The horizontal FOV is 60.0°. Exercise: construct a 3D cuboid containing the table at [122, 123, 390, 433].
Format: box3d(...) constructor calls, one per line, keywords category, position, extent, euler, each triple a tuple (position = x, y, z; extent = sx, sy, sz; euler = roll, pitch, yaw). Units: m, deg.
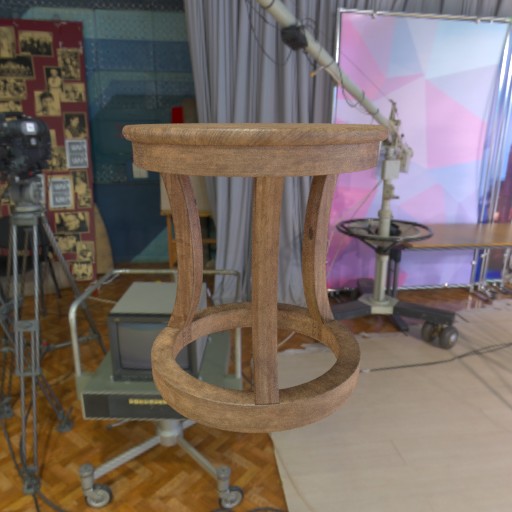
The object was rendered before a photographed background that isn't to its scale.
box3d(category="table", position=(0.000, 0.000, 0.811), extent=(0.432, 0.460, 0.432), euler=(0, 17, 0))
